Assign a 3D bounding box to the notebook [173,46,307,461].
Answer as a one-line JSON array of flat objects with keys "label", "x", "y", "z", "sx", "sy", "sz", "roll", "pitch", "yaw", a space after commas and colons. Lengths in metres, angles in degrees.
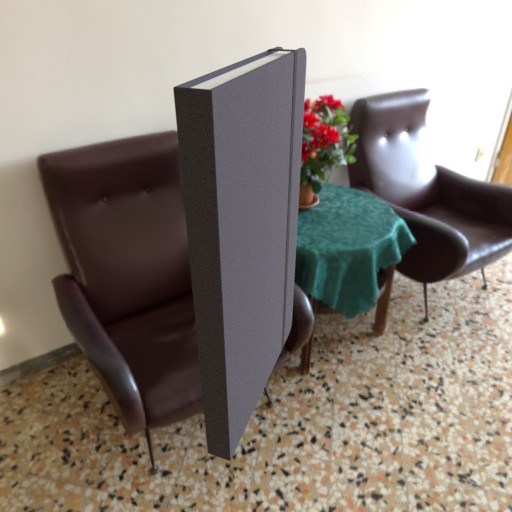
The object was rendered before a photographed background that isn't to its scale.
[{"label": "notebook", "x": 0.000, "y": 0.000, "z": 0.261, "sx": 0.016, "sy": 0.213, "sz": 0.127, "roll": 11, "pitch": 34, "yaw": 17}]
